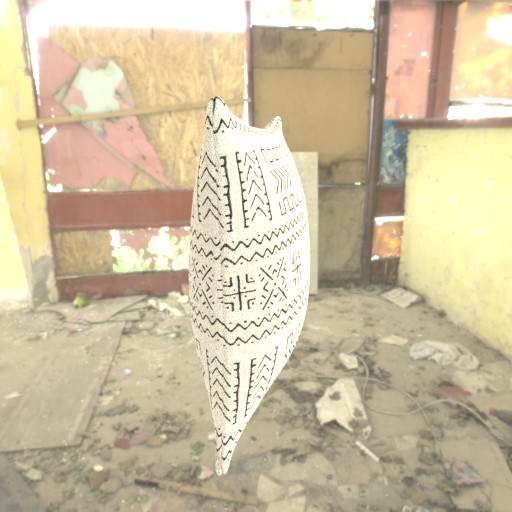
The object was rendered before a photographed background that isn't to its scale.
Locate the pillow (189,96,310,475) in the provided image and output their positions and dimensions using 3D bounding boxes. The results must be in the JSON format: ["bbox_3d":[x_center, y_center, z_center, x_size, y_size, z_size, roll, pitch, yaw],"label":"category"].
[{"bbox_3d":[0.000,0.000,0.677,0.164,0.430,0.438,3,16,10],"label":"pillow"}]
